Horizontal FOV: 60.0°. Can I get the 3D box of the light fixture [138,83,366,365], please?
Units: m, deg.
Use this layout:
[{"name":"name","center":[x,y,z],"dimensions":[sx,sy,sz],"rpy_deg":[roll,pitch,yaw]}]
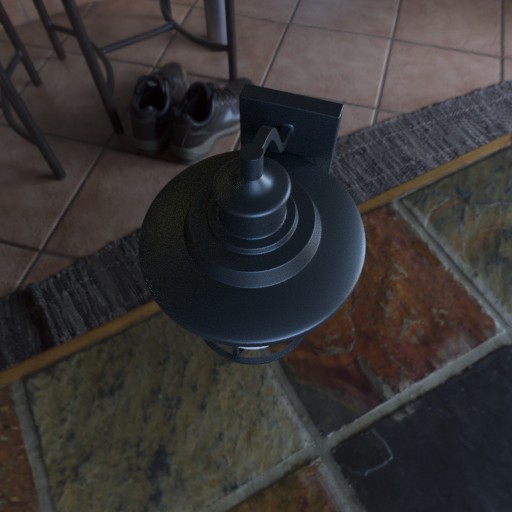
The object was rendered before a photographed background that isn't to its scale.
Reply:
[{"name":"light fixture","center":[0.000,0.000,0.494],"dimensions":[0.222,0.345,0.252],"rpy_deg":[15,60,9]}]
